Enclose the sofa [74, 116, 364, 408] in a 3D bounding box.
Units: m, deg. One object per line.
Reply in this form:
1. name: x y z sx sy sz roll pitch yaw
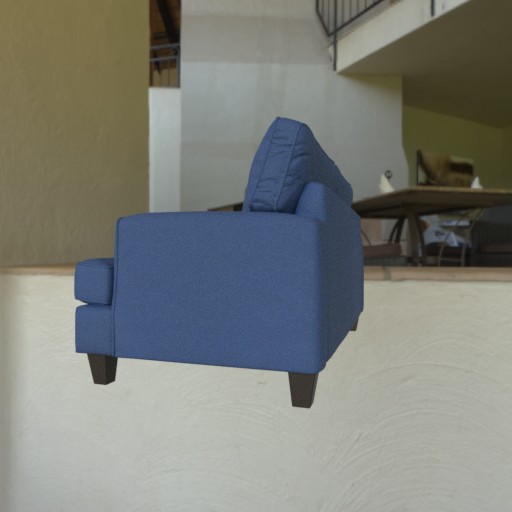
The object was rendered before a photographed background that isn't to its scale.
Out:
1. sofa: 0.000 0.000 2.276 0.965 0.965 1.651 0 0 18
